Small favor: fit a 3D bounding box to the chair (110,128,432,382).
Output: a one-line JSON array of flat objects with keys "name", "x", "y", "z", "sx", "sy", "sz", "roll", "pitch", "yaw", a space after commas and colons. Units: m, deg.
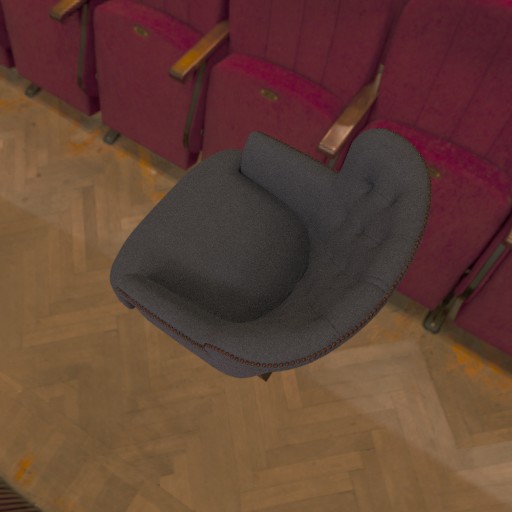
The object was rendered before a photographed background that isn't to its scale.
[{"name": "chair", "x": 0.000, "y": 0.000, "z": 1.576, "sx": 0.906, "sy": 0.868, "sz": 0.848, "roll": 31, "pitch": 67, "yaw": 15}]
